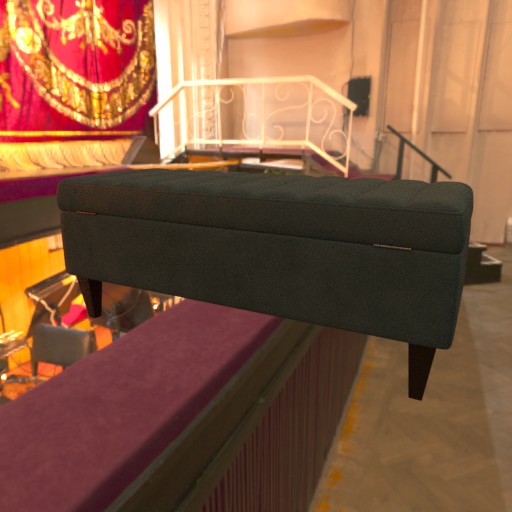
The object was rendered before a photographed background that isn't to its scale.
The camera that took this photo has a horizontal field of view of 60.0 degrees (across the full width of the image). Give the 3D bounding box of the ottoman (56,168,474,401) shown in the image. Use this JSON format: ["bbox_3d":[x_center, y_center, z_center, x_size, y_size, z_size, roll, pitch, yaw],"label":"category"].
[{"bbox_3d":[0.000,0.000,1.351,1.151,0.469,0.482,8,17,26],"label":"ottoman"}]
